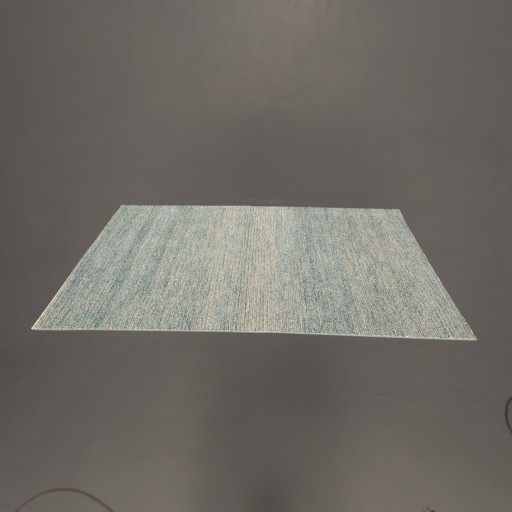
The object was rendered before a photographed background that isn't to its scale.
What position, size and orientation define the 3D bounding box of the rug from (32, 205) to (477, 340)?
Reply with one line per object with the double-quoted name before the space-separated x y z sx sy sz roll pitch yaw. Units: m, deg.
"rug" 0.000 0.000 5.239 4.078 0.052 2.802 1 31 2
